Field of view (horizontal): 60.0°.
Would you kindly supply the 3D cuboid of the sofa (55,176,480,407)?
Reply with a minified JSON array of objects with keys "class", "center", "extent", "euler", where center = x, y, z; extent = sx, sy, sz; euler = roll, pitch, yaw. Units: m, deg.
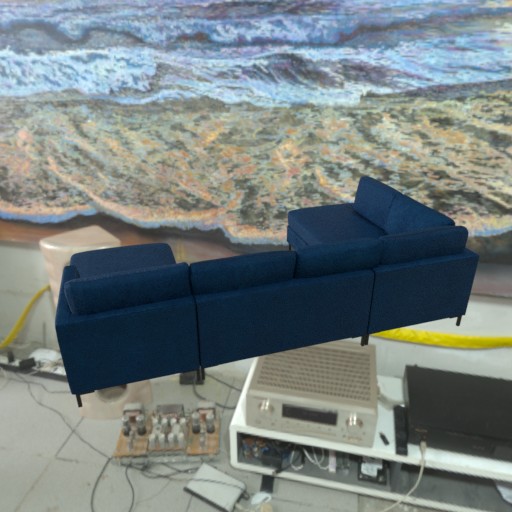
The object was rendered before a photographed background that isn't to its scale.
[{"class":"sofa","center":[0.000,0.000,4.306],"extent":[3.434,0.992,2.055],"euler":[-8,27,-16]}]
